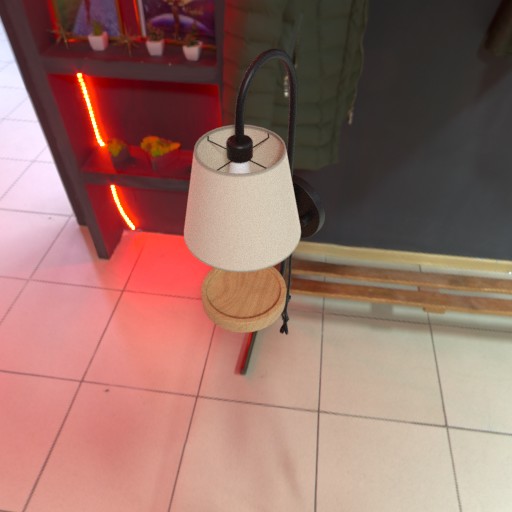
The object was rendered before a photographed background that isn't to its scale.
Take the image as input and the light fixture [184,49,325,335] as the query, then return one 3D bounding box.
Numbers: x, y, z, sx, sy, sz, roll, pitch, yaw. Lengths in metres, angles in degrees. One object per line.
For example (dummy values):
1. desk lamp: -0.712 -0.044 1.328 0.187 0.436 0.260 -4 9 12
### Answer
1. light fixture: 0.000 0.000 0.931 0.220 0.821 0.299 31 53 27
